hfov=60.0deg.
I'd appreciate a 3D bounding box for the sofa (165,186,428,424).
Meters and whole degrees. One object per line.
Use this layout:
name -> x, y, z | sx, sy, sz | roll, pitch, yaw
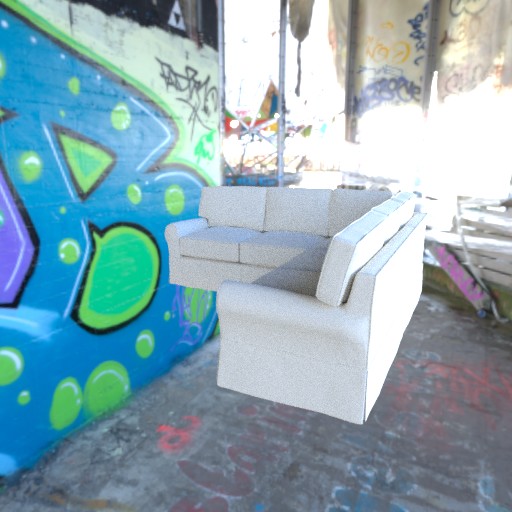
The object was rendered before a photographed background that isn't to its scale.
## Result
sofa -> 0.000, 0.000, 3.933 | 2.591, 1.070, 2.597 | 7, 15, 26
